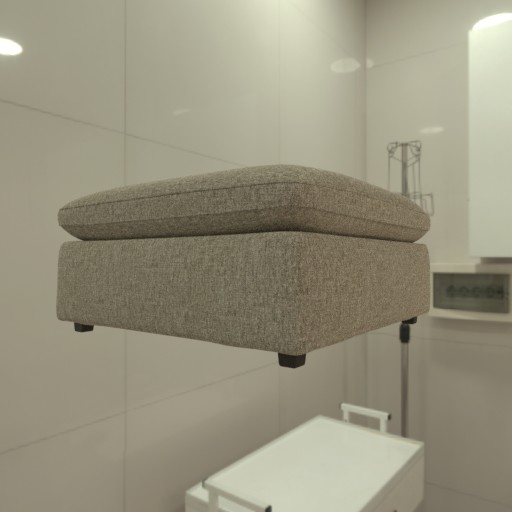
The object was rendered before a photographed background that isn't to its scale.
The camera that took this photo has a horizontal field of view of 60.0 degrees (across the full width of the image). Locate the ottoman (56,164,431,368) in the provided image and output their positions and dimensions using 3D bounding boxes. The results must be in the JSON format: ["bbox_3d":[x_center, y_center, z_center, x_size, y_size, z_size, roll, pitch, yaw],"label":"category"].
[{"bbox_3d":[0.000,0.000,1.640,1.035,0.526,1.039,0,-1,37],"label":"ottoman"}]
